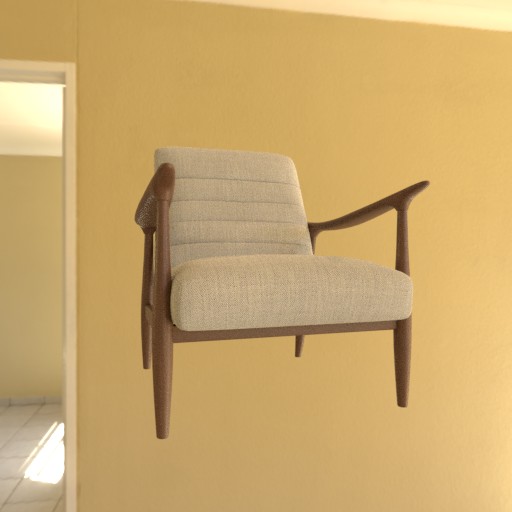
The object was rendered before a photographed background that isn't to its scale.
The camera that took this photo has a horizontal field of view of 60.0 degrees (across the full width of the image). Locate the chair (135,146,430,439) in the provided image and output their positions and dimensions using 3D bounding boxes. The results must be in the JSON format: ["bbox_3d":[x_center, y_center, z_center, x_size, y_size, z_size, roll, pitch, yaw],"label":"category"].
[{"bbox_3d":[0.000,0.000,1.403,0.741,0.832,0.798,0,0,-19],"label":"chair"}]
